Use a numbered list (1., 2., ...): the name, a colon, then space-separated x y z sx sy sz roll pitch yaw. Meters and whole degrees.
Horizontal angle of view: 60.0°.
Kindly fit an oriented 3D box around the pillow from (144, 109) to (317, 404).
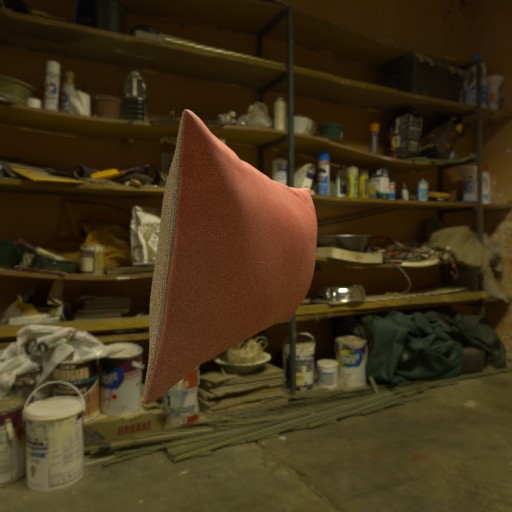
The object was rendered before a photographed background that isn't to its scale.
1. pillow: 0.000 0.000 0.745 0.155 0.307 0.608 0 1 19
